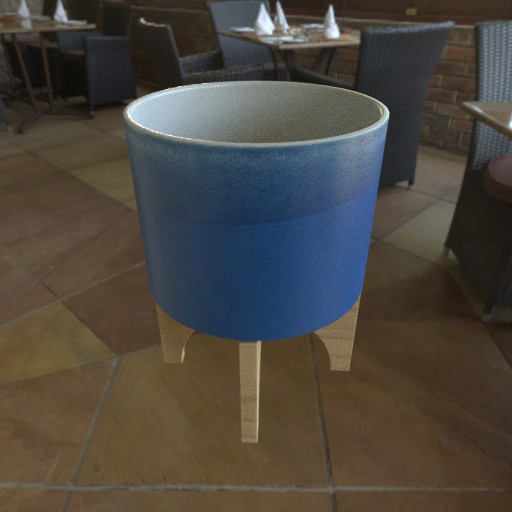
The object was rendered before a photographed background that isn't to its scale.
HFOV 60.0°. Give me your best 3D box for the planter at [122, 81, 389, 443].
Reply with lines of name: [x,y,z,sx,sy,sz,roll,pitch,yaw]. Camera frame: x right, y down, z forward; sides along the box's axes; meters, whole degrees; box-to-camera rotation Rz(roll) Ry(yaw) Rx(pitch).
planter: [0.000,0.000,0.398,0.192,0.263,0.192,0,32,0]
